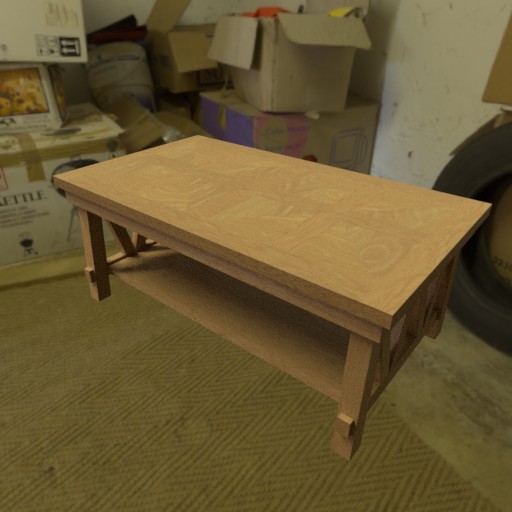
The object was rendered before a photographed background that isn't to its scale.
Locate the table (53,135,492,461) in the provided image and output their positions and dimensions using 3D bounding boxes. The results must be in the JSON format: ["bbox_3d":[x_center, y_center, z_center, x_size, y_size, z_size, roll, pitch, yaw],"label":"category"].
[{"bbox_3d":[0.000,0.000,1.579,1.270,0.507,0.711,22,36,33],"label":"table"}]
